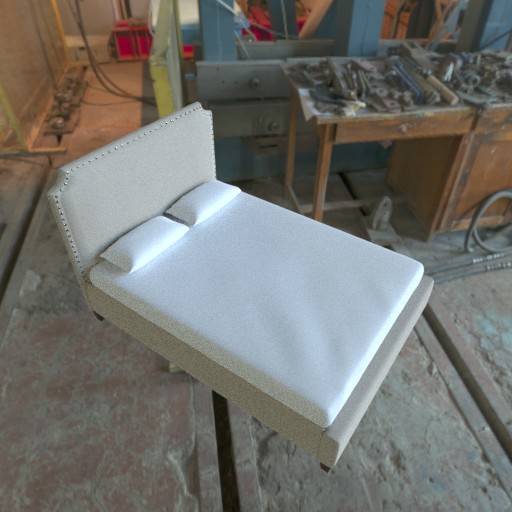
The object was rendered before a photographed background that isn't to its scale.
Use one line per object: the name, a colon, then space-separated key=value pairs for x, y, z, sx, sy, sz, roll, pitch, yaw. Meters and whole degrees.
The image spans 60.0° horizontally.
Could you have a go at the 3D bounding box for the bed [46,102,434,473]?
bed: x=0.000 y=0.000 z=3.418 sx=2.372 sy=1.443 sz=1.713 roll=25 pitch=47 yaw=26
